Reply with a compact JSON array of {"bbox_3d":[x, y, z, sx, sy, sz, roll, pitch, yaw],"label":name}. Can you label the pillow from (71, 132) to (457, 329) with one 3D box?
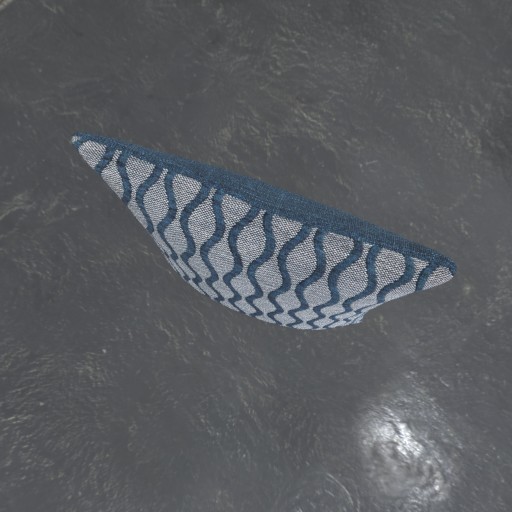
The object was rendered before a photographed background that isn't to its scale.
[{"bbox_3d":[0.000,0.000,0.667,0.435,0.435,0.159,19,77,5],"label":"pillow"}]
